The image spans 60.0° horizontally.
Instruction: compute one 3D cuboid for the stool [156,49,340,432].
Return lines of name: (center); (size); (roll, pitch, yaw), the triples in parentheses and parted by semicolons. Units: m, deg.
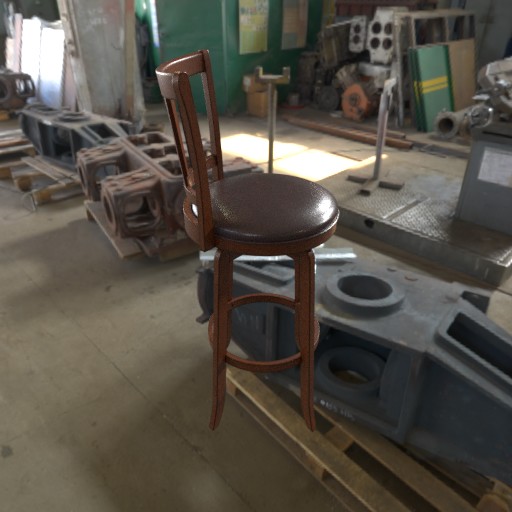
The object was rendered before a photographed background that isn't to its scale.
stool: (0.000, 0.000, 1.437); (0.503, 1.177, 0.464); (0, 31, 1)
